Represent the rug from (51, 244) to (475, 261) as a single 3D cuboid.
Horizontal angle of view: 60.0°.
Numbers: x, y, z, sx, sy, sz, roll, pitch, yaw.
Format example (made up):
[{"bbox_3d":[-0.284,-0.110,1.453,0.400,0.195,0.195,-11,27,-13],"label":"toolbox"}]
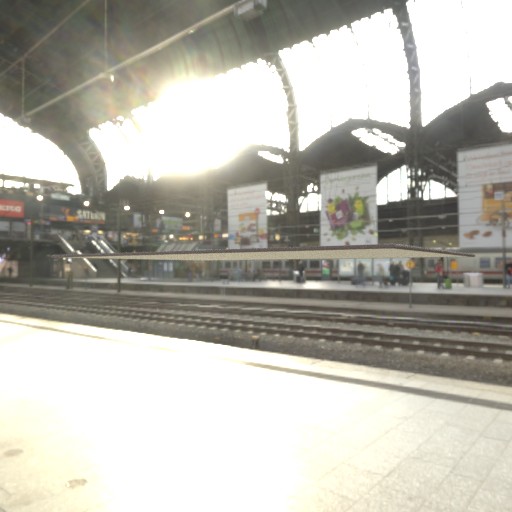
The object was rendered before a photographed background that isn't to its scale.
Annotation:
[{"bbox_3d":[0.000,0.000,2.060,1.676,0.013,1.067,-1,-2,36],"label":"rug"}]
